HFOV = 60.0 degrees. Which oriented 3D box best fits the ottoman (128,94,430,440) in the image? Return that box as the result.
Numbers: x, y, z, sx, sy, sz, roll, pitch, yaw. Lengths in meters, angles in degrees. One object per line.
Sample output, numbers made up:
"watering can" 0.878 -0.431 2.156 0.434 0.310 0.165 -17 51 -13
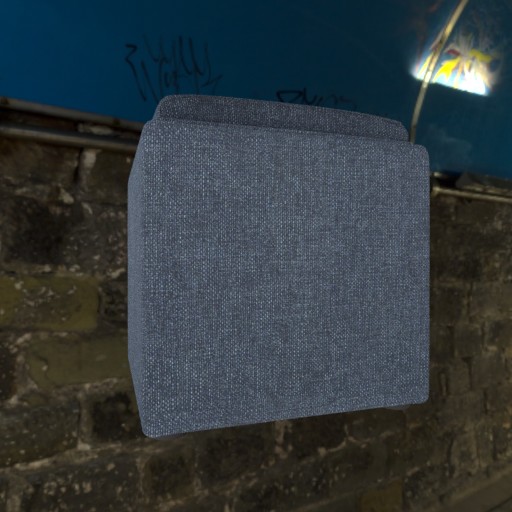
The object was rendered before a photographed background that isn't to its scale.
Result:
"ottoman" 0.000 0.000 0.847 0.454 0.493 0.436 0 0 -18
